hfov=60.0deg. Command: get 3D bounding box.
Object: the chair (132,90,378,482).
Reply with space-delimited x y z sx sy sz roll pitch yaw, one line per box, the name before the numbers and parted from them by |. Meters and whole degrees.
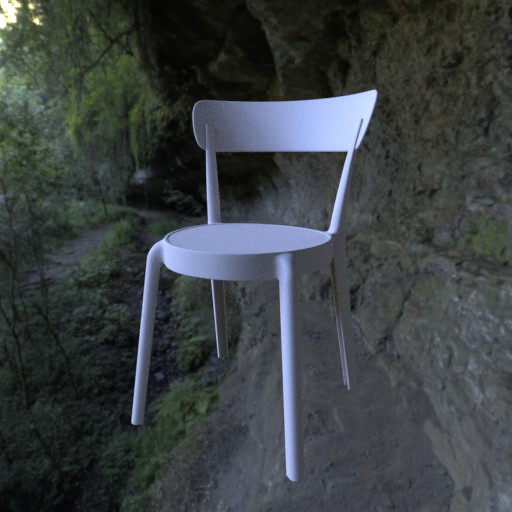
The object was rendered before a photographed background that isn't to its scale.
chair | 0.000 0.000 1.107 0.506 0.790 0.491 7 15 26
